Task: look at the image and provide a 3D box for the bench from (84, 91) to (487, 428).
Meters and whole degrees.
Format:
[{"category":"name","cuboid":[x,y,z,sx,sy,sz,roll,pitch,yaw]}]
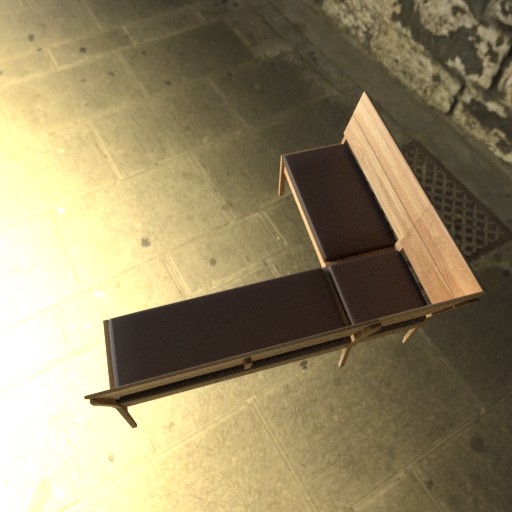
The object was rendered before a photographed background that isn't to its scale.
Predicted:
[{"category":"bench","cuboid":[0.000,0.000,2.801,1.975,0.890,1.549,-14,60,-8]}]
